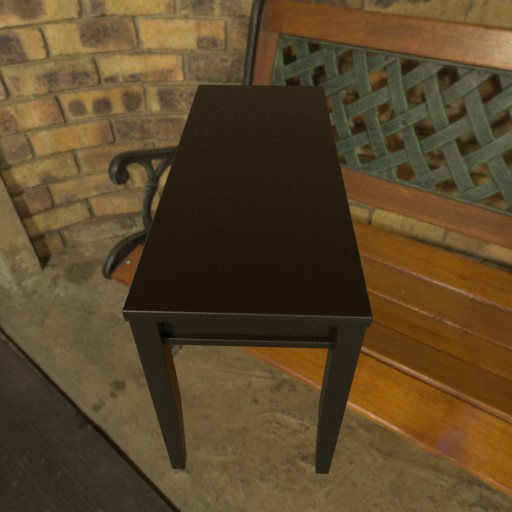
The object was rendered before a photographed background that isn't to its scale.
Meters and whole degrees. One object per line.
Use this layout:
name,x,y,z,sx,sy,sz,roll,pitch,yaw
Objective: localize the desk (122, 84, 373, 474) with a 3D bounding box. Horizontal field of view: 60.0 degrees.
desk,0.000,0.000,1.603,0.508,0.775,1.220,1,42,1
